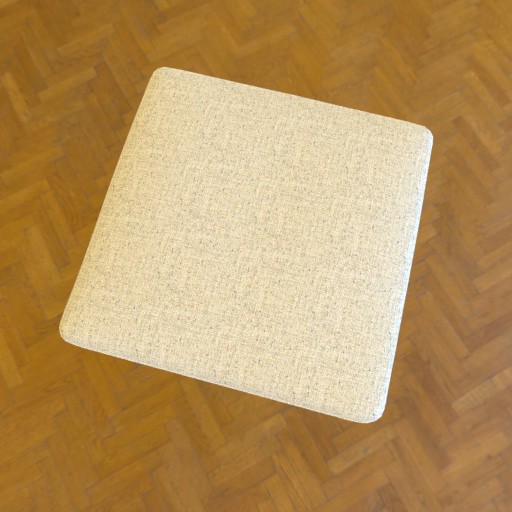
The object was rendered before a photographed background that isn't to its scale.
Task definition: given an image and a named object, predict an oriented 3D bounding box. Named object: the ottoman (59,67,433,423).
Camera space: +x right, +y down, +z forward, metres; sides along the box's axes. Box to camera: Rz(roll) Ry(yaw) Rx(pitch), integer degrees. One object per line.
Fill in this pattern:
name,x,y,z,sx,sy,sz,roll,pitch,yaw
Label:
ottoman,0.000,0.000,0.904,0.521,0.453,0.512,14,76,4
